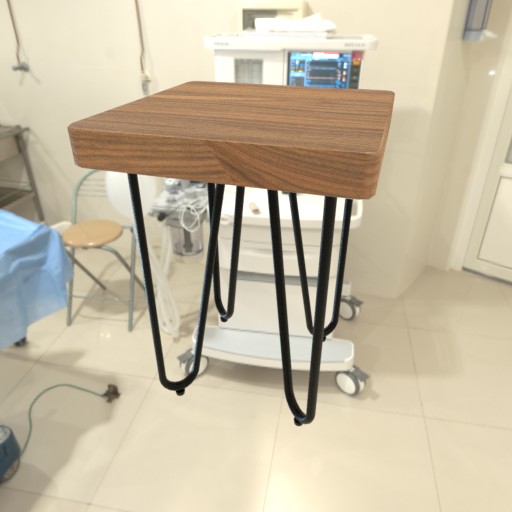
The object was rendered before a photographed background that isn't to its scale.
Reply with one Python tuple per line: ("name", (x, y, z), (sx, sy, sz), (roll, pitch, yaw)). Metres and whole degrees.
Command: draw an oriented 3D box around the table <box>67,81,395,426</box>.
("table", (0.000, 0.000, 0.978), (0.480, 0.641, 0.479), (9, 31, 15))
